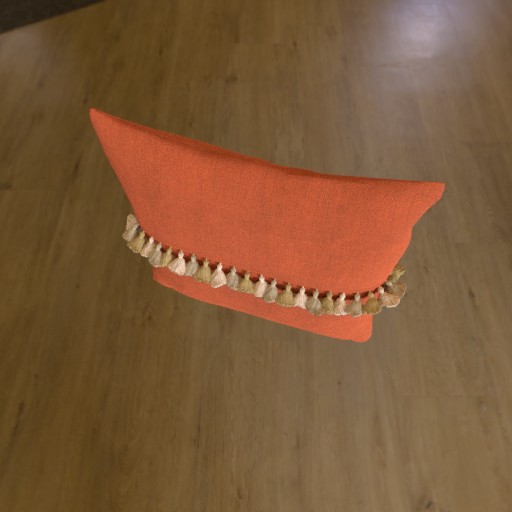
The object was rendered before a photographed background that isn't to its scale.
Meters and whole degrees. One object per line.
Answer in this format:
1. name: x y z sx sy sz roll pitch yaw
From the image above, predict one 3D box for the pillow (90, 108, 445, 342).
1. pillow: 0.000 0.000 0.749 0.490 0.482 0.165 15 59 9
